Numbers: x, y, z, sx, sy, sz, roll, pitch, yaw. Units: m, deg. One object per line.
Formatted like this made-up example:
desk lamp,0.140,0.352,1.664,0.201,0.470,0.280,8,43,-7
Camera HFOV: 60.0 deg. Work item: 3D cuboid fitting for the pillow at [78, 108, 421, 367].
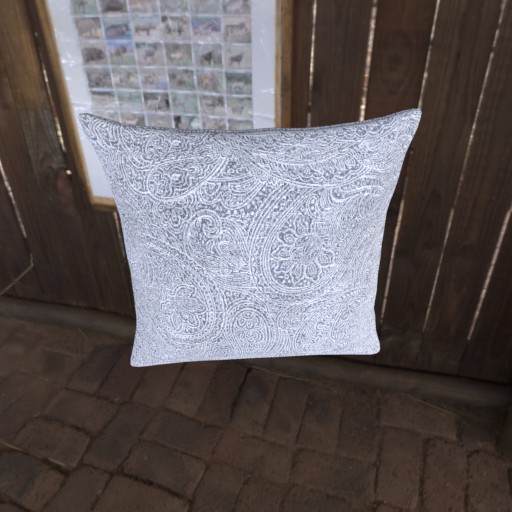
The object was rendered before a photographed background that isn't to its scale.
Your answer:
pillow,0.000,0.000,0.797,0.523,0.510,0.166,-2,31,-3
